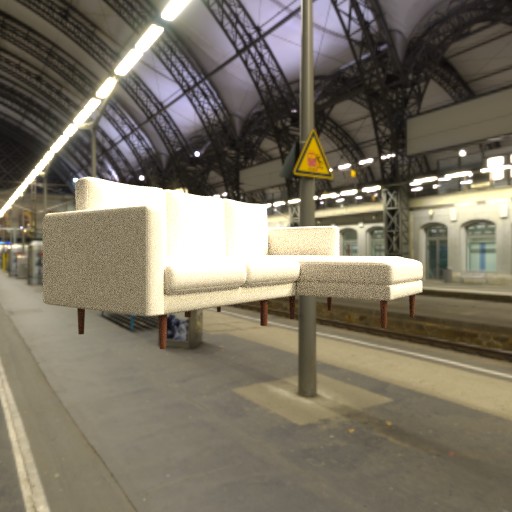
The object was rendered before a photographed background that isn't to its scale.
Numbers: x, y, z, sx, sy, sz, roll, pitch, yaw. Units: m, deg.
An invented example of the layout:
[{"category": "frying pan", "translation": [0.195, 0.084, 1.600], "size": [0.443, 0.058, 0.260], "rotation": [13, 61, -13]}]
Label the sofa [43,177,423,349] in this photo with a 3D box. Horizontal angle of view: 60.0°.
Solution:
[{"category": "sofa", "translation": [0.000, 0.000, 2.886], "size": [1.580, 0.899, 2.029], "rotation": [0, 0, 36]}]
